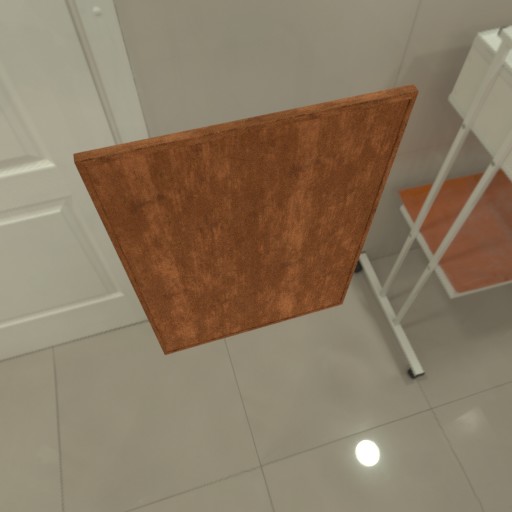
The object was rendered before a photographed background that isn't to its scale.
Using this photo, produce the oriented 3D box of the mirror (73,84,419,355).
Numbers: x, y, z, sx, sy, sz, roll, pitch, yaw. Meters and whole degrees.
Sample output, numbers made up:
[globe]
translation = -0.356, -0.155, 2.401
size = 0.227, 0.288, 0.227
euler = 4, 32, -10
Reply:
[mirror]
translation = 0.000, 0.000, 1.443
size = 0.796, 1.099, 0.028
euler = -15, 58, -9
